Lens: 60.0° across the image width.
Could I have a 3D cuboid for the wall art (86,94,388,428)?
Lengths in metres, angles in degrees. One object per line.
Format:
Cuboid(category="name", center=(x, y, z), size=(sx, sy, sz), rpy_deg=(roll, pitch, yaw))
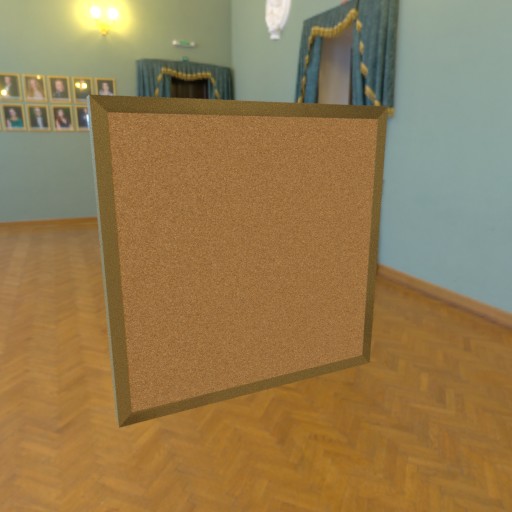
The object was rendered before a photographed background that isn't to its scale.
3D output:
Cuboid(category="wall art", center=(0.000, 0.000, 0.773), size=(0.507, 0.508, 0.038), rpy_deg=(-7, 16, -24))
